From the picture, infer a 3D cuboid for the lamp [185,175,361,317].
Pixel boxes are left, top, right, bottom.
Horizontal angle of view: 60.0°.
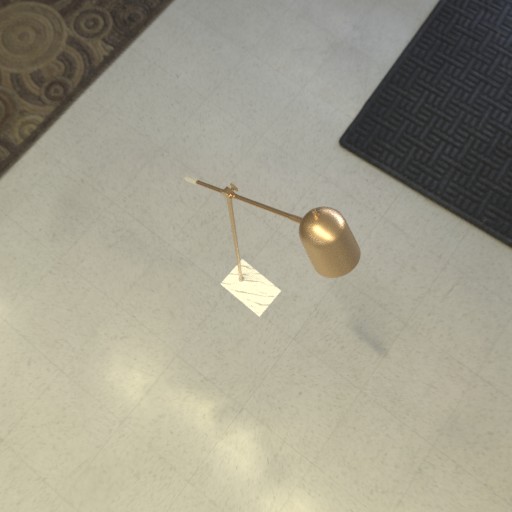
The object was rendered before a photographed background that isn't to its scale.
[{"bbox_3d":[0.000,0.000,1.807,0.653,1.594,0.194,39,78,10],"label":"lamp"}]
